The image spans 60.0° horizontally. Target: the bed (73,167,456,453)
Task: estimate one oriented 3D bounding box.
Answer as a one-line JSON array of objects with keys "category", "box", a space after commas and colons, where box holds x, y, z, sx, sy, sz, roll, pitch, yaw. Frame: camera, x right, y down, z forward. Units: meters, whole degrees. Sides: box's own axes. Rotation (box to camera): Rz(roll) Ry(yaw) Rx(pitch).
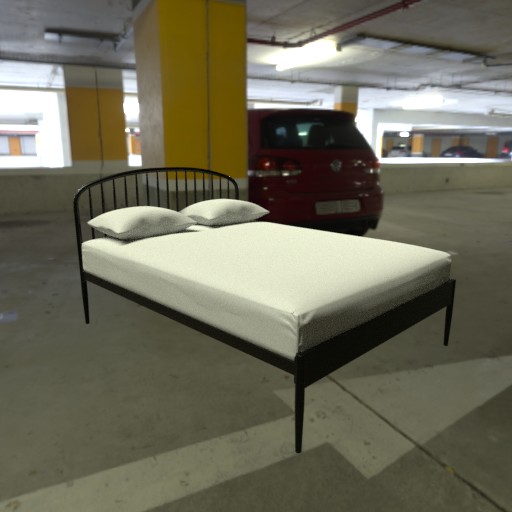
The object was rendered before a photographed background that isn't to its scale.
[{"category": "bed", "box": [0.000, 0.000, 3.104, 1.618, 1.166, 2.159, -13, 18, -43]}]
